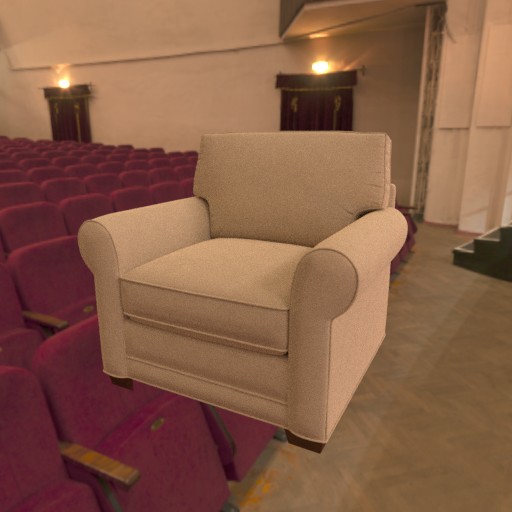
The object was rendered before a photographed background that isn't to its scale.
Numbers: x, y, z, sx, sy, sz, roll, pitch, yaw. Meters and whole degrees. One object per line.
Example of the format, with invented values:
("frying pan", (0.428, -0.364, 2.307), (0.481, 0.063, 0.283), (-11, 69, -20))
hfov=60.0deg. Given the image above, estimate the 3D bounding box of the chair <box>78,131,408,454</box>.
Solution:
("chair", (0.000, 0.000, 1.752), (1.040, 0.955, 0.863), (8, 17, 27))
